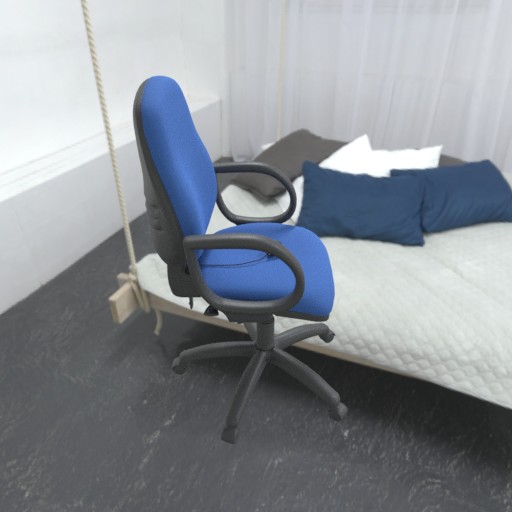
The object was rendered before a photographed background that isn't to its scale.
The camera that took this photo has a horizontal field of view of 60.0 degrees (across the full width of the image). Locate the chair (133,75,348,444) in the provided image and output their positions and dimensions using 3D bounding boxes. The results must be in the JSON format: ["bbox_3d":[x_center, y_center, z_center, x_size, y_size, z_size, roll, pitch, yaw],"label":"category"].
[{"bbox_3d":[0.000,0.000,1.205,0.549,0.905,0.552,1,33,2],"label":"chair"}]
